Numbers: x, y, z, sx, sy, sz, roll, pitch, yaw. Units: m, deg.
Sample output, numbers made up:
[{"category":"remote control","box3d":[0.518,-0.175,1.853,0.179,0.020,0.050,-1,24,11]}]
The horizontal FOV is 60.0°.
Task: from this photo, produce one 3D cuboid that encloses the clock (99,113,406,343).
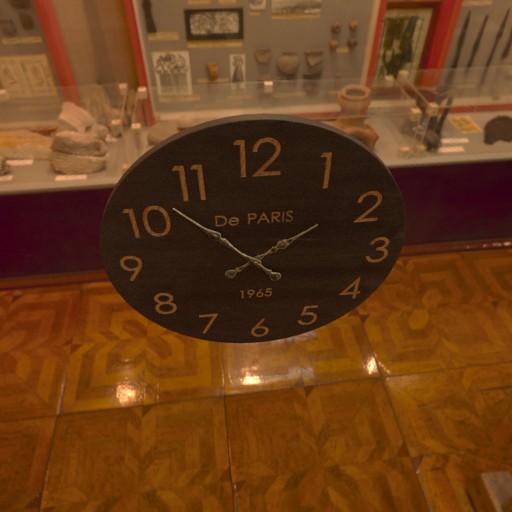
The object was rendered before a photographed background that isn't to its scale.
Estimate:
[{"category":"clock","box3d":[0.000,0.000,0.886,0.595,0.595,0.029,-4,45,-4]}]
